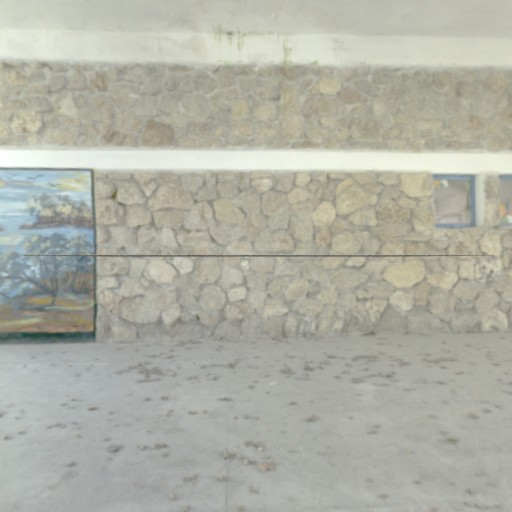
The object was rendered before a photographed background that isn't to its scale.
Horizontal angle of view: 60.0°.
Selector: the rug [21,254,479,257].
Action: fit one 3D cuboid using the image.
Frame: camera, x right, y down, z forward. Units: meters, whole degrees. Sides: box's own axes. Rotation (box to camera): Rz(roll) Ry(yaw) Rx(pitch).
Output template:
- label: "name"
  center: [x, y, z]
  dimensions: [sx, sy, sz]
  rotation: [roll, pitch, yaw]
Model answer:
- label: "rug"
  center: [0.000, 0.000, 3.044]
  dimensions: [2.439, 0.005, 1.524]
  rotation: [0, 0, -3]
